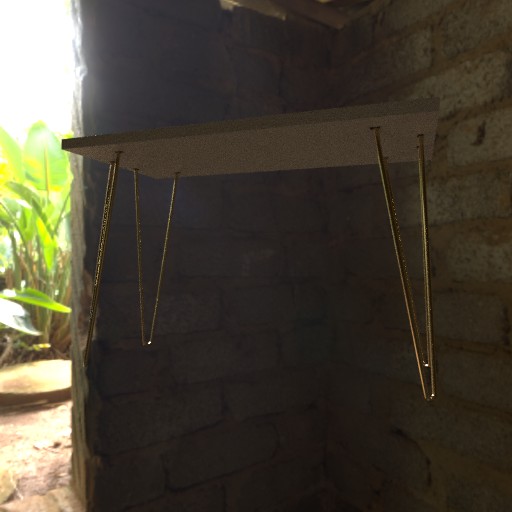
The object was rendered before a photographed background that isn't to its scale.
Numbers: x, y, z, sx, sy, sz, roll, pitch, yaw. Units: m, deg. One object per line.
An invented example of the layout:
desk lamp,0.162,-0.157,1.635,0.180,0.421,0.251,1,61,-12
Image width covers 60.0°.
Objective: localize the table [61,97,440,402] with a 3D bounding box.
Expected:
table,0.000,0.000,1.320,0.991,0.660,0.498,0,0,20
